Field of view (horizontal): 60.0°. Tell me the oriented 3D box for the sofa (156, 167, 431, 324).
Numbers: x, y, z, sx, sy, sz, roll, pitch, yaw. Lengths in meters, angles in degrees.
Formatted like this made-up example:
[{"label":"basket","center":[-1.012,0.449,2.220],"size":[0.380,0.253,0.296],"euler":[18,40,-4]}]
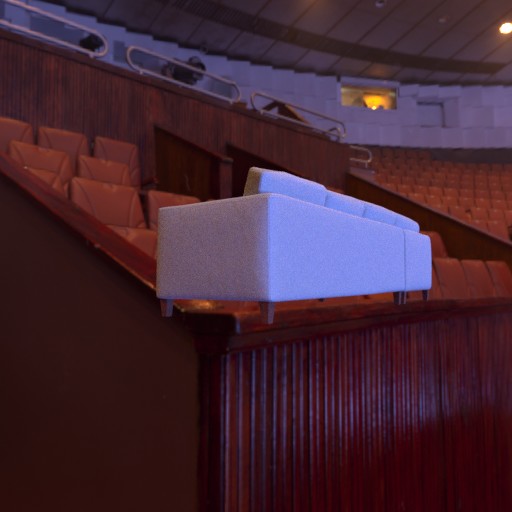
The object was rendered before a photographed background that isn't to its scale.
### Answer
[{"label":"sofa","center":[0.000,0.000,4.457],"size":[2.592,0.947,3.301],"euler":[-2,-4,36]}]
